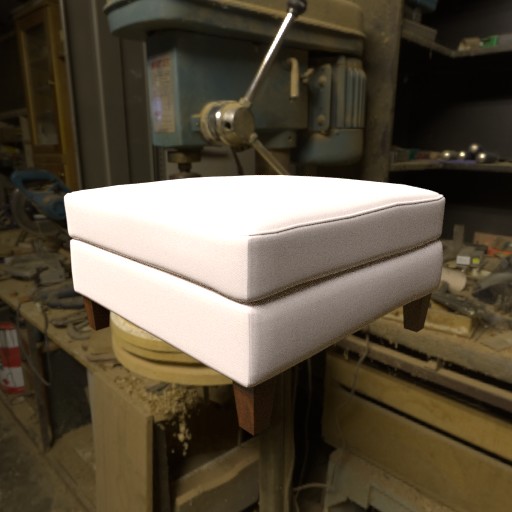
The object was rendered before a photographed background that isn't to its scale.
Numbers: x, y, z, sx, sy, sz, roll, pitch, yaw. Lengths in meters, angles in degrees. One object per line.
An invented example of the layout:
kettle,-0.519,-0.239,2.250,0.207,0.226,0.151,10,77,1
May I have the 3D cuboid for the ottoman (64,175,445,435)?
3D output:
ottoman,0.000,0.000,1.367,0.838,0.479,0.838,-14,20,-43
